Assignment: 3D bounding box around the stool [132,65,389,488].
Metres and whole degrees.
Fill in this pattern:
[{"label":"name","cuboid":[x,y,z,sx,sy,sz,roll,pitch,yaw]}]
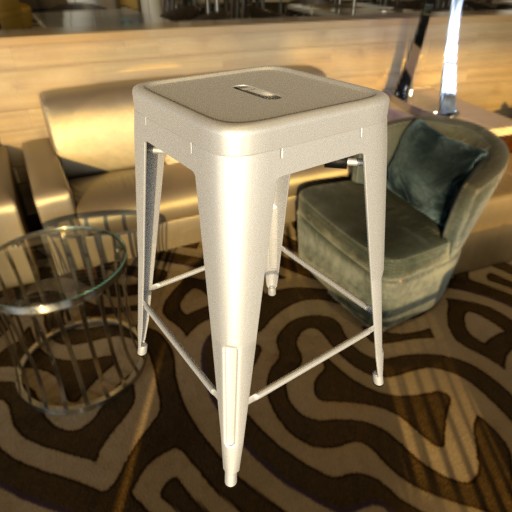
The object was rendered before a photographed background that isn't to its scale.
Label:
[{"label":"stool","cuboid":[0.000,0.000,0.842,0.406,0.610,0.406,-21,39,-29]}]
